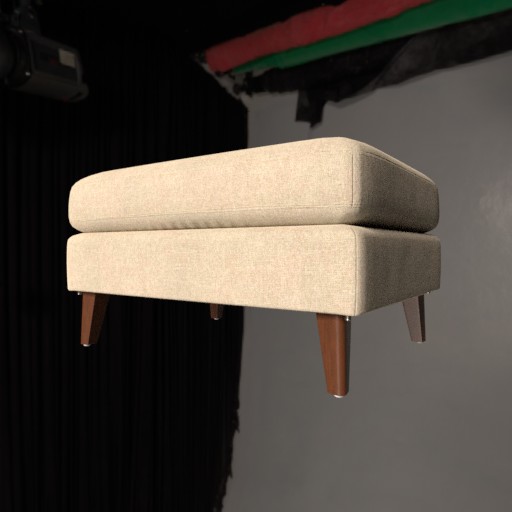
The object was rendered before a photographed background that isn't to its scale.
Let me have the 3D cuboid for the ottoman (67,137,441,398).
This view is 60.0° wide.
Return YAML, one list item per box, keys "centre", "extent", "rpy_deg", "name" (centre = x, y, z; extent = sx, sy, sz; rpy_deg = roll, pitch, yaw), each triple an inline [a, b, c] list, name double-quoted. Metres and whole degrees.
- centre: [0.000, 0.000, 1.193]
  extent: [0.823, 0.478, 0.610]
  rpy_deg: [1, 1, 34]
  name: "ottoman"
